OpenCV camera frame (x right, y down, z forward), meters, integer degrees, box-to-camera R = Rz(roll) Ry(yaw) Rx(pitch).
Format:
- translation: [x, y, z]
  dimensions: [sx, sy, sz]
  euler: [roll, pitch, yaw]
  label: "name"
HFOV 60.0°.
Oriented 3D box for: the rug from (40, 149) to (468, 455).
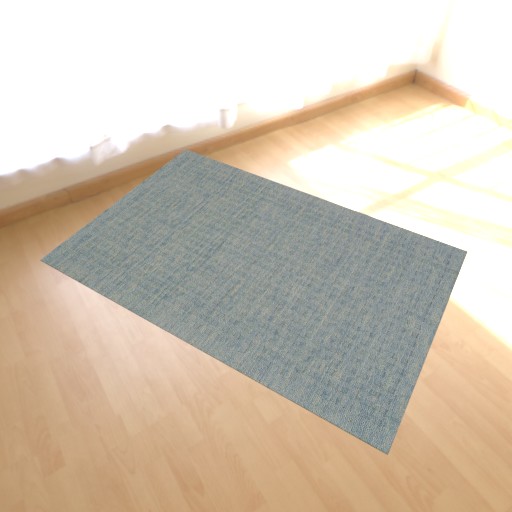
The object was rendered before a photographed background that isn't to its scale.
- translation: [0.000, 0.000, 2.168]
  dimensions: [1.752, 0.006, 1.142]
  euler: [24, 50, 21]
  label: "rug"
